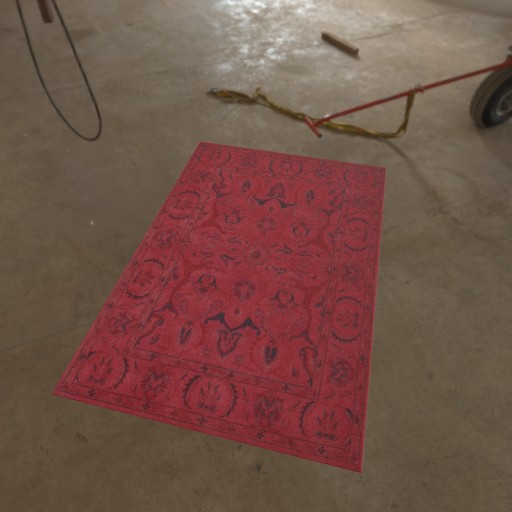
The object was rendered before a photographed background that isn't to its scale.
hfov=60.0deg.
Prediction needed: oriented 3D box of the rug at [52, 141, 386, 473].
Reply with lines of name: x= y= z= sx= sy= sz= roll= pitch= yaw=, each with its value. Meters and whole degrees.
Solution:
rug: x=0.000 y=0.000 z=2.237 sx=1.209 sy=0.008 sz=1.814 roll=10 pitch=48 yaw=9
